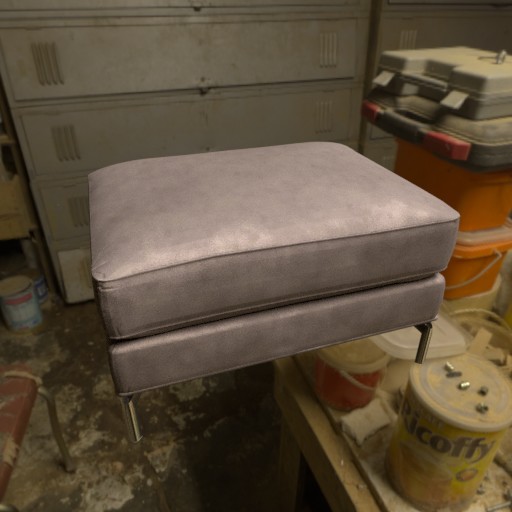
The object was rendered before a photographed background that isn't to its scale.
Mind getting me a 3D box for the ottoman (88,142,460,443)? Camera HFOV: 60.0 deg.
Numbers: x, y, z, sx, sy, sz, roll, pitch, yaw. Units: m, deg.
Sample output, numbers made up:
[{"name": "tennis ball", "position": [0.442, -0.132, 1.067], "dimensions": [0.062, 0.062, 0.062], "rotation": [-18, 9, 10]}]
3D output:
[{"name": "ottoman", "position": [0.000, 0.000, 1.072], "dimensions": [0.719, 0.456, 0.520], "rotation": [-10, 32, -16]}]
